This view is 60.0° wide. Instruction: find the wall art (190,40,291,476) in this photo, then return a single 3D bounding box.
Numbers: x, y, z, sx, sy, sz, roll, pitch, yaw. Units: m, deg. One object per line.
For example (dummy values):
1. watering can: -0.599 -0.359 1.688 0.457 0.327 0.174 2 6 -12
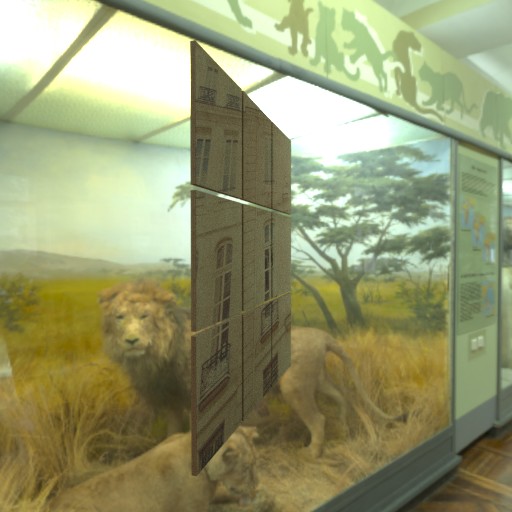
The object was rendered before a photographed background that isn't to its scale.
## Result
1. wall art: 0.000 0.000 1.824 0.024 1.218 1.221 0 1 17
